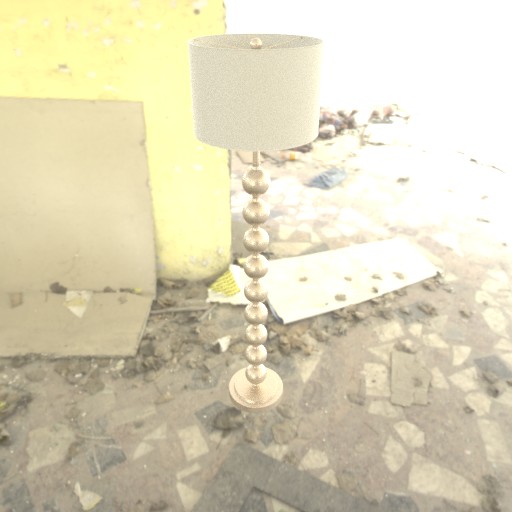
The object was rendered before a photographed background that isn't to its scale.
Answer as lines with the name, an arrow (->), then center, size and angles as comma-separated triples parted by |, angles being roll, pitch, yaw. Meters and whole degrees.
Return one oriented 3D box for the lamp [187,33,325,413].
lamp -> 0.000, 0.000, 1.660 | 0.394, 1.474, 0.394 | 10, 33, 15
